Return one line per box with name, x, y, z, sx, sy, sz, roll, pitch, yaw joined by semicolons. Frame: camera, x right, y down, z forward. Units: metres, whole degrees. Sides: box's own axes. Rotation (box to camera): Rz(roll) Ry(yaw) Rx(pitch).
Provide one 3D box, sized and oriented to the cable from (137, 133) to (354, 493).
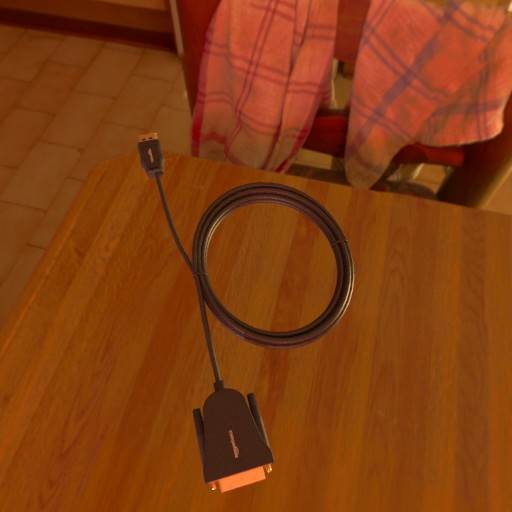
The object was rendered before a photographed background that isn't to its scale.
cable;0.000;0.000;0.321;0.136;0.015;0.281;-14;61;-8
